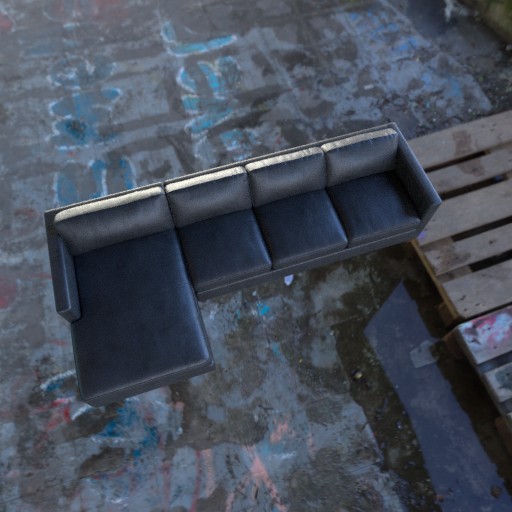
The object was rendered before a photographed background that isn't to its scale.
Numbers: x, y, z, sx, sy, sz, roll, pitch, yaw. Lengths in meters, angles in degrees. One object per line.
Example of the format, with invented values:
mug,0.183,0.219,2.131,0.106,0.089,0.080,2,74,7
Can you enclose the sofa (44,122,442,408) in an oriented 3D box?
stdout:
sofa,0.000,0.000,3.818,3.203,0.883,1.581,-16,65,-8
